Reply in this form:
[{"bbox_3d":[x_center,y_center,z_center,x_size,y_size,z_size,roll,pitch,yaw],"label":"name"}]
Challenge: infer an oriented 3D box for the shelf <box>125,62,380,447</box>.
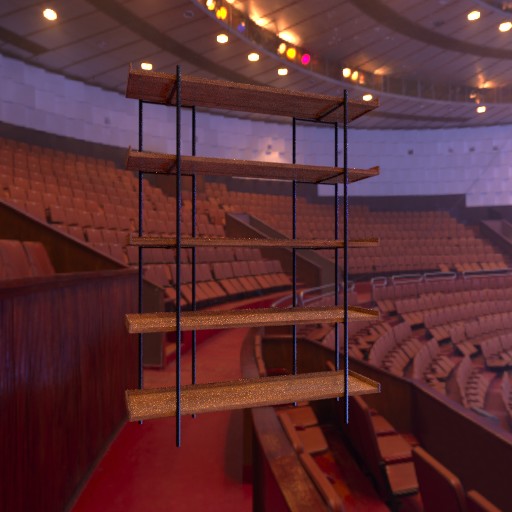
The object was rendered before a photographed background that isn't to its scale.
[{"bbox_3d":[0.000,0.000,2.449,1.371,1.826,0.379,0,0,-19],"label":"shelf"}]
